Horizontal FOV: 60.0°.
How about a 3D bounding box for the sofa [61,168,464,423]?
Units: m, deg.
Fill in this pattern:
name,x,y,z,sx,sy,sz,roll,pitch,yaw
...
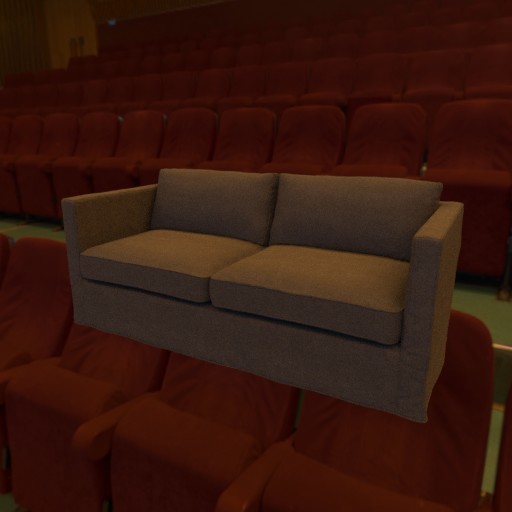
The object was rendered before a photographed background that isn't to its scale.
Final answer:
name,x,y,z,sx,sy,sz,roll,pitch,yaw
sofa,0.000,0.000,2.415,1.982,0.855,0.953,8,18,27
